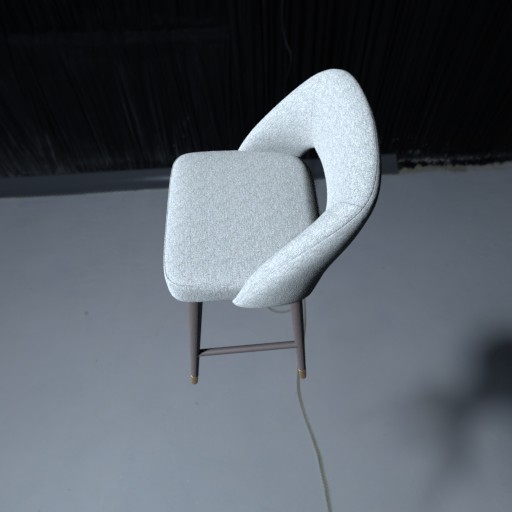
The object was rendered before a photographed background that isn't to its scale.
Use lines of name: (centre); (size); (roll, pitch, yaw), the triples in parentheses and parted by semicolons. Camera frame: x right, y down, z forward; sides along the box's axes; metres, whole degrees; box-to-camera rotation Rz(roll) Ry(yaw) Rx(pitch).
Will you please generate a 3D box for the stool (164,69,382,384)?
stool: (0.000, 0.000, 1.395); (0.524, 1.089, 0.536); (-2, 57, -1)
